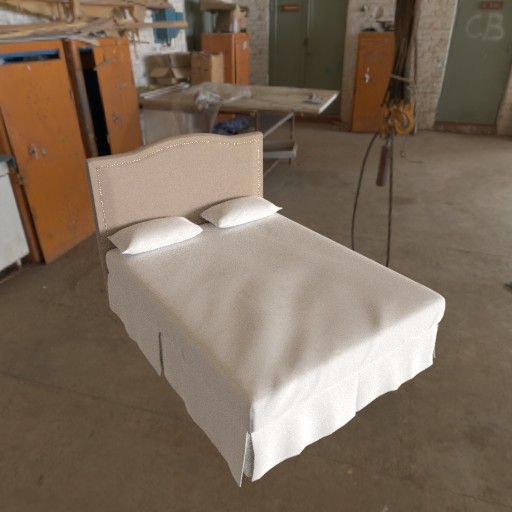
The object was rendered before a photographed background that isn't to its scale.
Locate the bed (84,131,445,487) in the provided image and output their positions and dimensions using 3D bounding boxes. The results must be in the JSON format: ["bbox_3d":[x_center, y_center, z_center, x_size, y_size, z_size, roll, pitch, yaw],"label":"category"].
[{"bbox_3d":[0.000,0.000,3.389,1.821,1.436,2.282,-19,33,-31],"label":"bed"}]
